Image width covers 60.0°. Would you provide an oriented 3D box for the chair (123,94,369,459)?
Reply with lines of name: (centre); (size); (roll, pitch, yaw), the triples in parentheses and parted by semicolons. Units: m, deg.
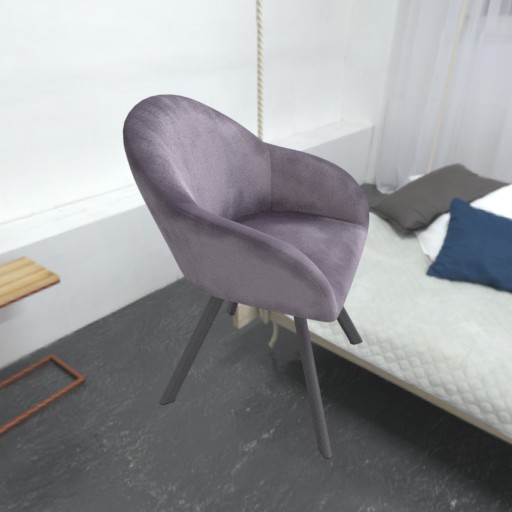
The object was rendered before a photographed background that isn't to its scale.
chair: (0.000, 0.000, 1.203); (0.590, 0.795, 0.550); (11, 32, 18)
